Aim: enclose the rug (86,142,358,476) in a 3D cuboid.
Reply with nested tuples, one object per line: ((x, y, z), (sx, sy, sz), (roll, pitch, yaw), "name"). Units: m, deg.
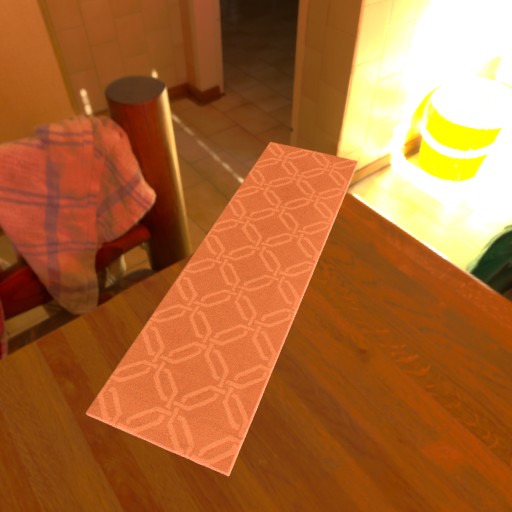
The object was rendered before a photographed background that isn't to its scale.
((0.000, 0.000, 2.545), (0.678, 0.014, 2.276), (16, 49, 15), "rug")
